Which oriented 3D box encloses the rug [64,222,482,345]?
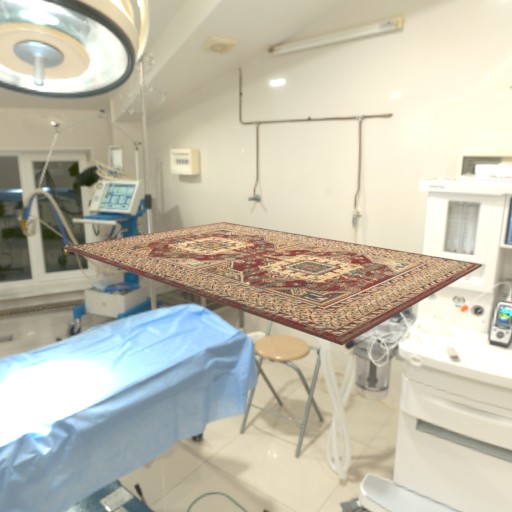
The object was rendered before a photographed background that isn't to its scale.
[{"bbox_3d":[0.000,0.000,5.768,4.578,0.033,3.033,13,18,42],"label":"rug"}]
